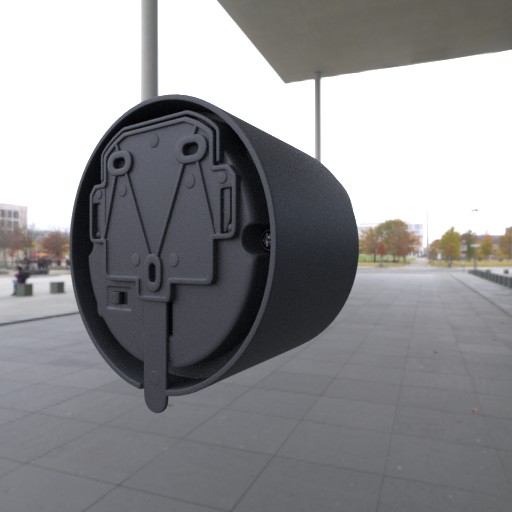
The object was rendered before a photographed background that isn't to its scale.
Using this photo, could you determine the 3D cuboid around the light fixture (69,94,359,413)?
[{"bbox_3d":[0.000,0.000,0.264,0.134,0.143,0.160,0,0,36],"label":"light fixture"}]
